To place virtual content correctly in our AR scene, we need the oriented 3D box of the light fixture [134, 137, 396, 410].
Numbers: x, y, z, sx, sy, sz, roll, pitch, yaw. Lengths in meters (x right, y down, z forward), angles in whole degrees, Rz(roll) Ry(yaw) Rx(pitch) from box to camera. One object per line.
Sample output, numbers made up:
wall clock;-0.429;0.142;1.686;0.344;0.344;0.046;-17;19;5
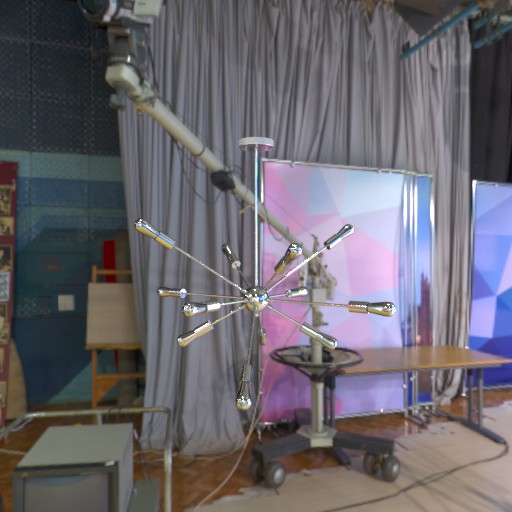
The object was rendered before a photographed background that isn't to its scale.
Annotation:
light fixture;0.000;0.000;1.084;0.684;0.558;0.509;1;1;35
